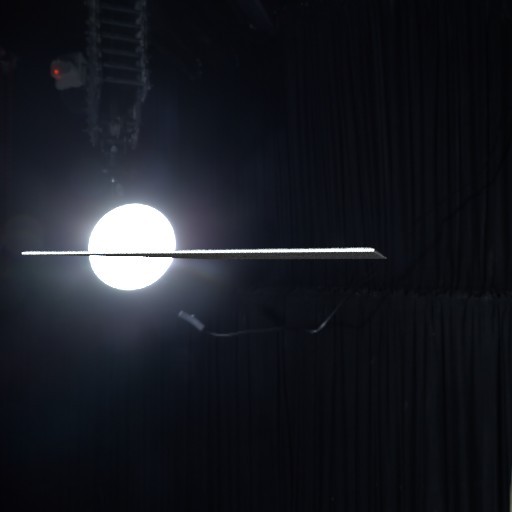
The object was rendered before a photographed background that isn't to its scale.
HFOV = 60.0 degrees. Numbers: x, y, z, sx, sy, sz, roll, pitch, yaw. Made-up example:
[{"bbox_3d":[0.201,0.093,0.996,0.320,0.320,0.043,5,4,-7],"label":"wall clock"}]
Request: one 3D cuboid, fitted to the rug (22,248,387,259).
[{"bbox_3d":[0.000,0.000,2.863,1.586,0.014,2.197,0,-1,17],"label":"rug"}]
